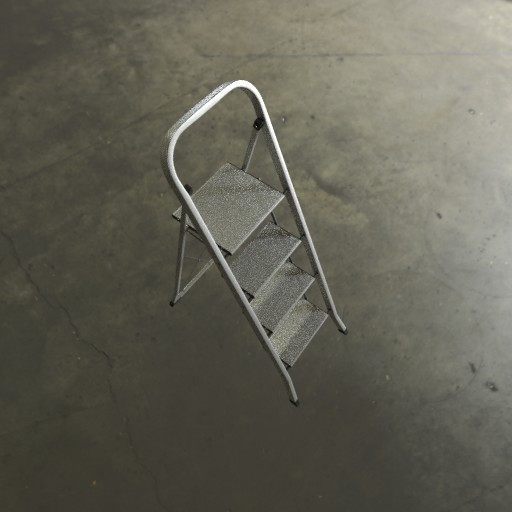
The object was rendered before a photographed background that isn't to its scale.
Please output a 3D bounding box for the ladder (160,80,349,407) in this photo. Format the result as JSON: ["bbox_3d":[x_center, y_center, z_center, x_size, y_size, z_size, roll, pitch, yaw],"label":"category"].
[{"bbox_3d":[0.000,0.000,1.730,0.830,1.290,0.465,33,64,18],"label":"ladder"}]
